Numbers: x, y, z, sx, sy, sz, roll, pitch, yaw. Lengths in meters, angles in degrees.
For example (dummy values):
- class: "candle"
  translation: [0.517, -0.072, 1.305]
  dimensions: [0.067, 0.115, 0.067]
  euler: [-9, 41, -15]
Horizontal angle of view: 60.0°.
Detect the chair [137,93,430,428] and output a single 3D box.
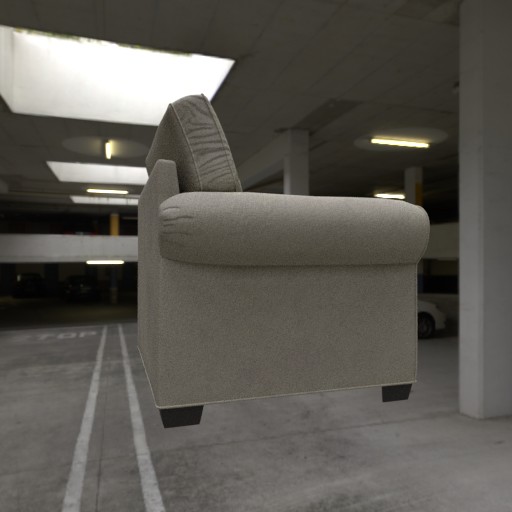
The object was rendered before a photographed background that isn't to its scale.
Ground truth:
- class: "chair"
  translation: [0.000, 0.000, 1.915]
  dimensions: [0.939, 1.044, 1.147]
  euler: [0, 0, -18]
